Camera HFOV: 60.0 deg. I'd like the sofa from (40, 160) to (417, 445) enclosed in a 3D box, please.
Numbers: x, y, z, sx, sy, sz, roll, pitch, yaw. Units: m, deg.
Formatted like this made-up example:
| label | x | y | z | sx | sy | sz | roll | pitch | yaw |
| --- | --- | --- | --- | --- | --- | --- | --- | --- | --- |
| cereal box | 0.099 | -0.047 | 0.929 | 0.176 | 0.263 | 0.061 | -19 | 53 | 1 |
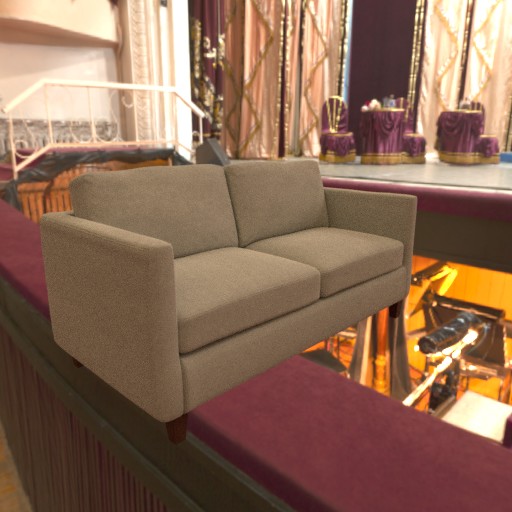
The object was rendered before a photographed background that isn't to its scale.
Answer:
| label | x | y | z | sx | sy | sz | roll | pitch | yaw |
| --- | --- | --- | --- | --- | --- | --- | --- | --- | --- |
| sofa | 0.000 | 0.000 | 2.385 | 0.950 | 0.963 | 1.884 | 14 | 20 | 43 |
